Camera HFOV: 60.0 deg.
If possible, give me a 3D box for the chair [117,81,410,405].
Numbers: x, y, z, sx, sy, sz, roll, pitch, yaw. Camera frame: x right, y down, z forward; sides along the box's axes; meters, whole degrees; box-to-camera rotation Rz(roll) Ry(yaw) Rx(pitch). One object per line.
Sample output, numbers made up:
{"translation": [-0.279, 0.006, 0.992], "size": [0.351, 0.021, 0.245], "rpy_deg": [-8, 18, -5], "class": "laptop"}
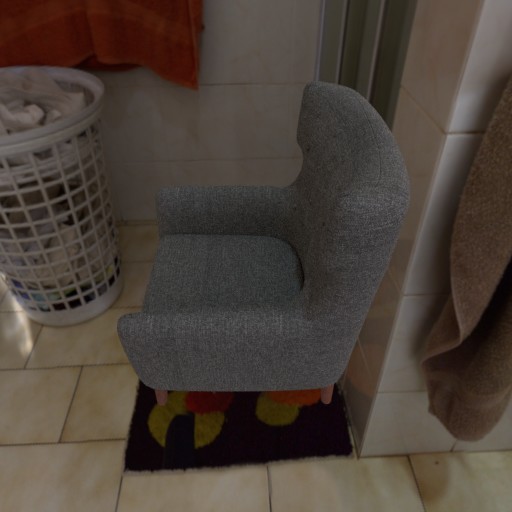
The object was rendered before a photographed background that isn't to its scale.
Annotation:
{"translation": [0.000, 0.000, 1.724], "size": [0.904, 1.063, 0.878], "rpy_deg": [0, 40, 0], "class": "chair"}
